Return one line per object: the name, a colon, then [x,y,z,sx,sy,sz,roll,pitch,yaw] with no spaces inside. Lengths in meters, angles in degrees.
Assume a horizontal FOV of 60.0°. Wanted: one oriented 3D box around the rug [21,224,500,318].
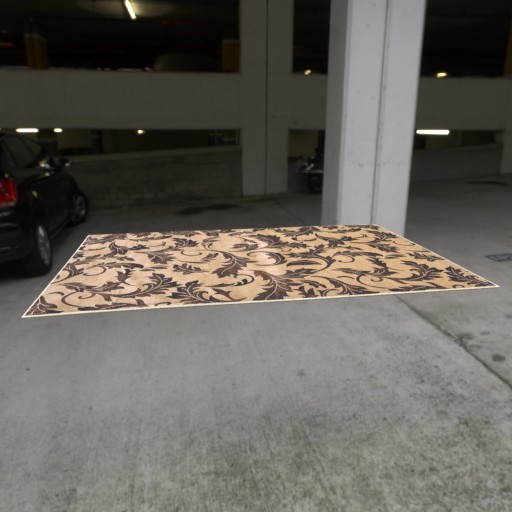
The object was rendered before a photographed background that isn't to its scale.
rug: [0.000,0.000,2.784,2.284,0.008,1.522,-3,17,-9]
